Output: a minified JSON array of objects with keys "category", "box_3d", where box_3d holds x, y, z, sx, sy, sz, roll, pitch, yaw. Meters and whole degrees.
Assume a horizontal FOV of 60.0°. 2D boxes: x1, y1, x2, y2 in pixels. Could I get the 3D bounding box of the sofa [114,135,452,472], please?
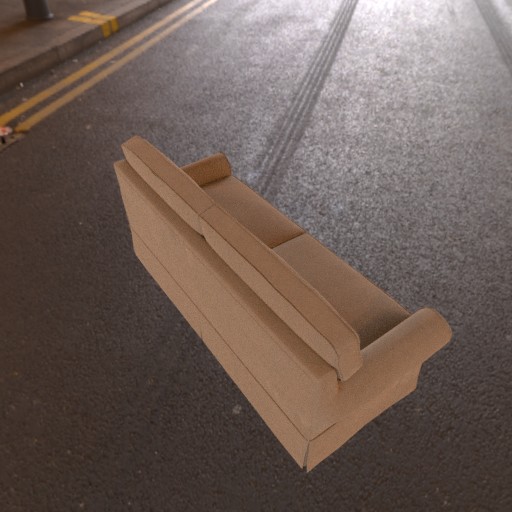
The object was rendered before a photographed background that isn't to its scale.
[{"category":"sofa","box_3d":[0.000,0.000,2.772,0.900,1.014,2.246,-25,47,-26]}]
